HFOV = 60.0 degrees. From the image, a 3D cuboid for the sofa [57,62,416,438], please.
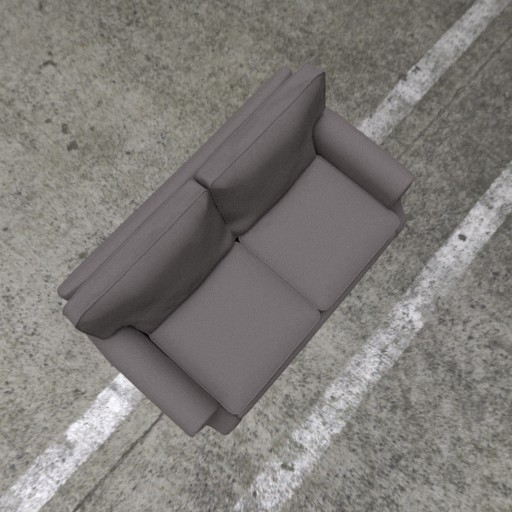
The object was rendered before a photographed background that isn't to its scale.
[{"bbox_3d":[0.000,0.000,2.239,0.964,0.937,1.665,41,79,10],"label":"sofa"}]
